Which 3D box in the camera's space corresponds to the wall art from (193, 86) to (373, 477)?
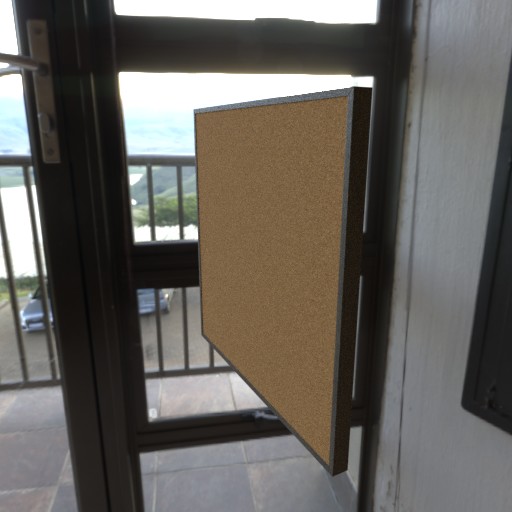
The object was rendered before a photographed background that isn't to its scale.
[{"bbox_3d":[0.000,0.000,1.149,0.039,0.758,0.758,-8,17,-27],"label":"wall art"}]
